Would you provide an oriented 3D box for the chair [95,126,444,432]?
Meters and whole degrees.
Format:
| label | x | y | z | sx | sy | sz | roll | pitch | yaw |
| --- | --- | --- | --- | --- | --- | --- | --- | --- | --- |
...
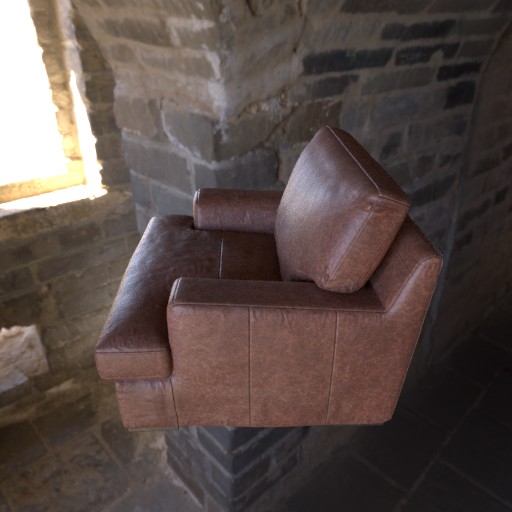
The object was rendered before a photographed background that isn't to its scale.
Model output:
| label | x | y | z | sx | sy | sz | roll | pitch | yaw |
| --- | --- | --- | --- | --- | --- | --- | --- | --- | --- |
| chair | 0.000 | 0.000 | 1.956 | 1.143 | 0.939 | 1.168 | -1 | 28 | -2 |
